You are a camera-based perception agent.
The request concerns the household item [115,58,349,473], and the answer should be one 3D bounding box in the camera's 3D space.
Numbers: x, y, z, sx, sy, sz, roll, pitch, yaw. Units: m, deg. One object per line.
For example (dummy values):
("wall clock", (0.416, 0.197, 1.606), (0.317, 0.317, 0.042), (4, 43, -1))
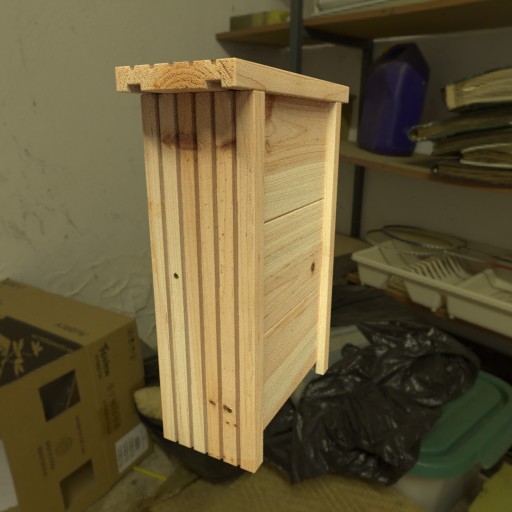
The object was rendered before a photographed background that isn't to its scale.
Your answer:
("household item", (0.000, 0.000, 0.547), (0.123, 0.407, 0.301), (8, 18, 26))
